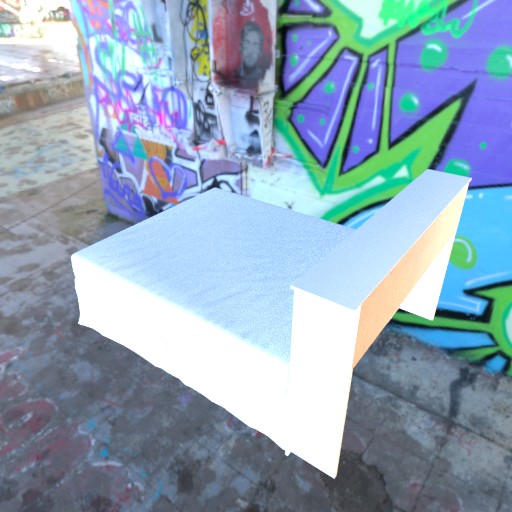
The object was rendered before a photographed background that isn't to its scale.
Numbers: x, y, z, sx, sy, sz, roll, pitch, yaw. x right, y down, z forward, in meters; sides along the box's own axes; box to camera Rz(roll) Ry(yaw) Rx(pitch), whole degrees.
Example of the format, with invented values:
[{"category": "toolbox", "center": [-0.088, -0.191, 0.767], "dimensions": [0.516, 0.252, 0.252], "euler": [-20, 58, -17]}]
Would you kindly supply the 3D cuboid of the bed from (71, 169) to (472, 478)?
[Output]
[{"category": "bed", "center": [0.000, 0.000, 3.026], "dimensions": [2.133, 1.092, 1.671], "euler": [21, 37, 31]}]
